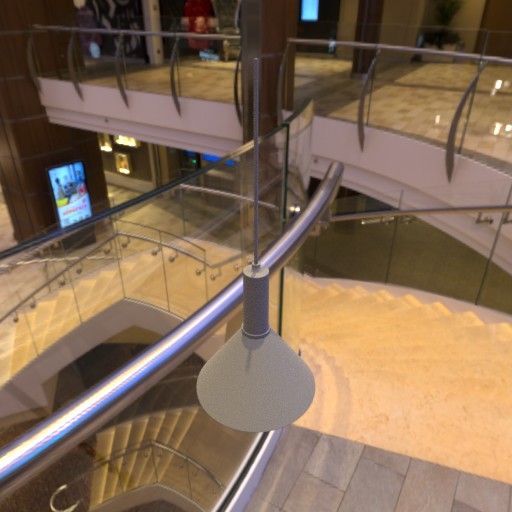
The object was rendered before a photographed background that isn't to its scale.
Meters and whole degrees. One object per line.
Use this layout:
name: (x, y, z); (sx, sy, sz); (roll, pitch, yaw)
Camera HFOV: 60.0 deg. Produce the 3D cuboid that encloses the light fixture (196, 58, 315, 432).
light fixture: (0.000, 0.000, 0.835); (0.267, 0.683, 0.267); (-8, 31, -13)
